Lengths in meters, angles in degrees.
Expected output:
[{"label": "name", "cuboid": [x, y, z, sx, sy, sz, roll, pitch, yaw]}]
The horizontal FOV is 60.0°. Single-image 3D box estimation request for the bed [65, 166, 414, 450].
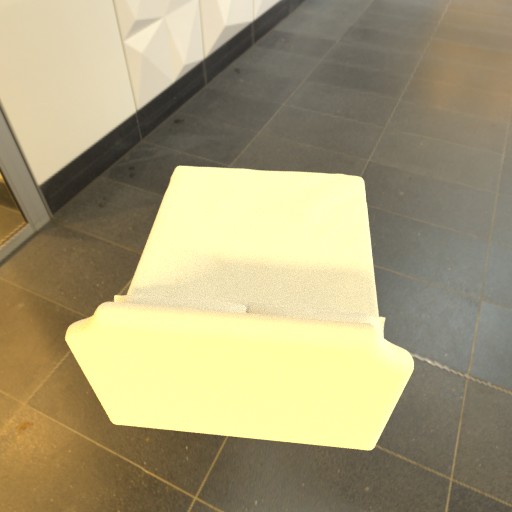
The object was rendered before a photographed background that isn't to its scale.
[{"label": "bed", "cuboid": [0.000, 0.000, 3.792, 2.134, 1.524, 2.548, 4, 47, 4]}]
